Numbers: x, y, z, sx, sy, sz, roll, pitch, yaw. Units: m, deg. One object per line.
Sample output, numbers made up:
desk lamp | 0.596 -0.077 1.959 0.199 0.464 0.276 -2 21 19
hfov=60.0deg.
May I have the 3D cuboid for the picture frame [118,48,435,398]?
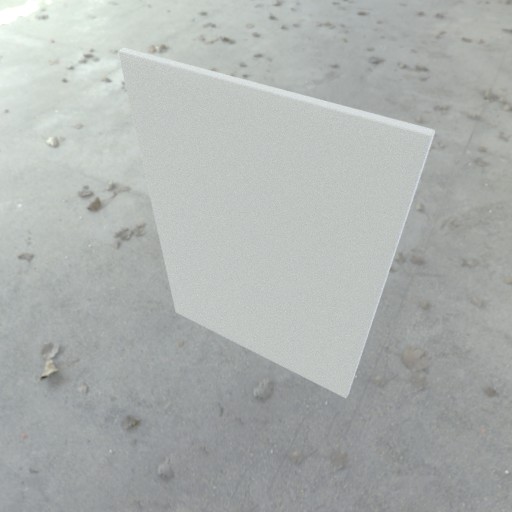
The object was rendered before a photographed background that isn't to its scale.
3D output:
picture frame | 0.000 0.000 0.669 0.381 0.534 0.012 23 51 20
